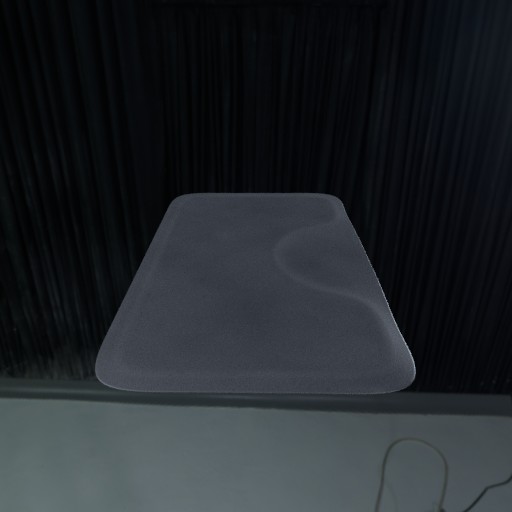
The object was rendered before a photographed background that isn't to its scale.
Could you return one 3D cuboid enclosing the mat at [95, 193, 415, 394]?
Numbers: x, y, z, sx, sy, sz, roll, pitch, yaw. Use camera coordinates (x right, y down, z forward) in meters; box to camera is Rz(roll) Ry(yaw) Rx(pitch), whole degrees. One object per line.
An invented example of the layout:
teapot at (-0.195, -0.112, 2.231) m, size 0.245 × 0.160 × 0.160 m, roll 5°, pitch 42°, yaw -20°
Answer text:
mat at (0.000, 0.000, 1.828) m, size 0.918 × 0.013 × 1.524 m, roll 0°, pitch 28°, yaw 0°
